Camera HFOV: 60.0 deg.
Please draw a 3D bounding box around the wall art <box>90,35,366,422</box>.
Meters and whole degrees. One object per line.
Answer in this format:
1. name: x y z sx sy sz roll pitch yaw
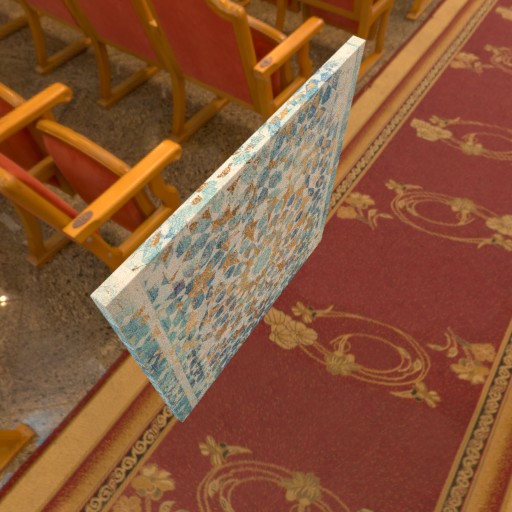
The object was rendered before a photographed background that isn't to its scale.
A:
1. wall art: 0.000 0.000 1.326 0.040 0.916 0.916 31 63 18
